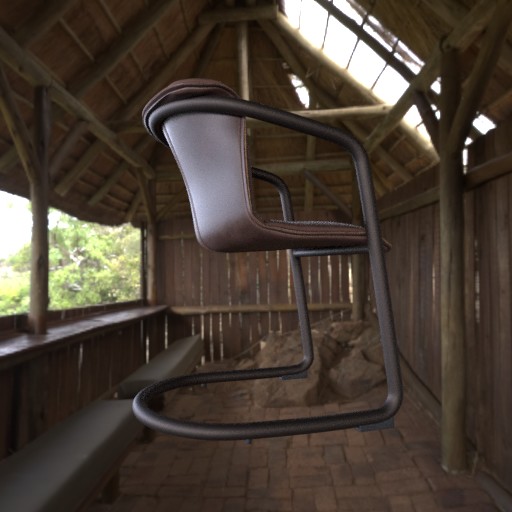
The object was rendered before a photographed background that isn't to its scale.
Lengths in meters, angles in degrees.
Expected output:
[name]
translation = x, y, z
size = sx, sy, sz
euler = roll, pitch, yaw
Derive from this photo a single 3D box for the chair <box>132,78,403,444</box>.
[chair]
translation = 0.000, 0.000, 1.246
size = 0.664, 0.836, 0.536
euler = 0, -1, -18
